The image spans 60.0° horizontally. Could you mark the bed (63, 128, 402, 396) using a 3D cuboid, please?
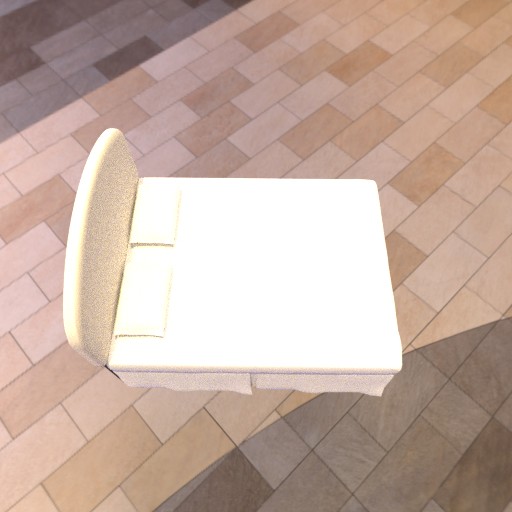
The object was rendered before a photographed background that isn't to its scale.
[{"bbox_3d":[0.000,0.000,3.067,2.005,1.410,1.607,1,62,0],"label":"bed"}]
